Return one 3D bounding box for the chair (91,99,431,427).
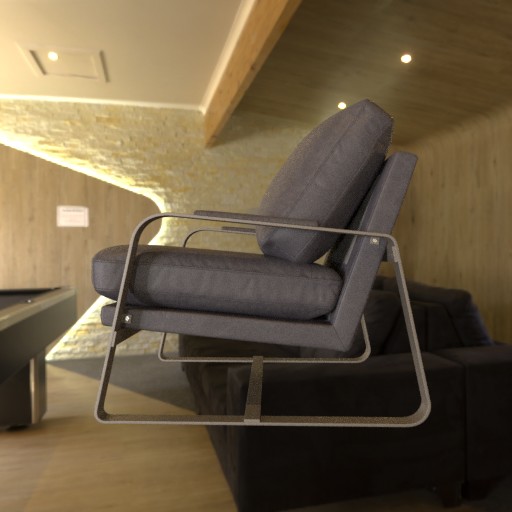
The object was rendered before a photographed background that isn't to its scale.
[{"bbox_3d":[0.000,0.000,1.442,0.878,0.839,0.692,0,0,2],"label":"chair"}]
